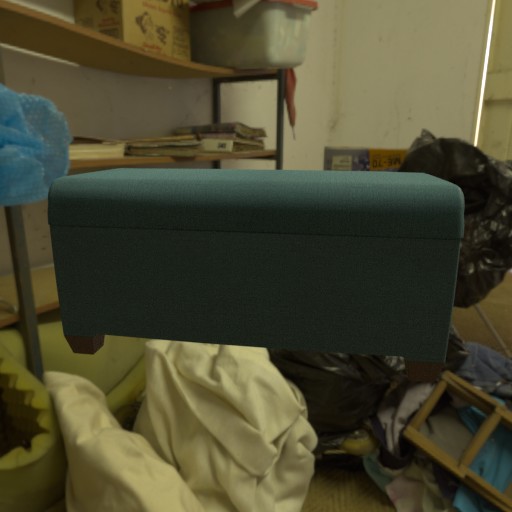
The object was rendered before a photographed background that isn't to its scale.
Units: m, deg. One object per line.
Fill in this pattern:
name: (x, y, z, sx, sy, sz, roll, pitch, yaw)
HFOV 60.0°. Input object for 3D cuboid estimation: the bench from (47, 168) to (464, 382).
bench: (0.000, 0.000, 1.263, 0.995, 0.474, 0.476, 2, 16, 9)
